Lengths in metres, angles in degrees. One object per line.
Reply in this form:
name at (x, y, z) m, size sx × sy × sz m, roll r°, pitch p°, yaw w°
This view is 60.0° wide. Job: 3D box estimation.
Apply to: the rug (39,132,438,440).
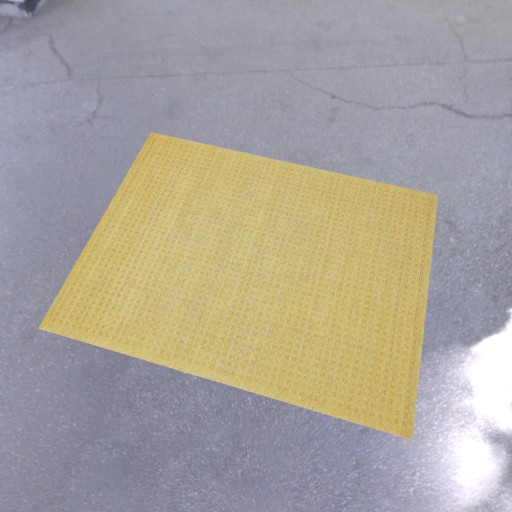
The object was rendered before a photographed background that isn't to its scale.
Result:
rug at (0.000, 0.000, 4.262) m, size 3.242 × 0.015 × 2.486 m, roll 14°, pitch 60°, yaw 8°
